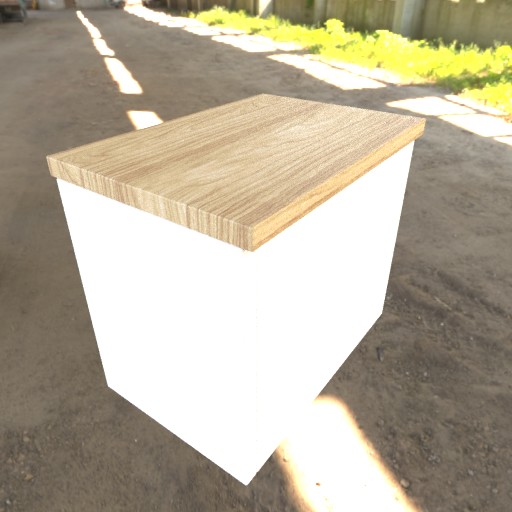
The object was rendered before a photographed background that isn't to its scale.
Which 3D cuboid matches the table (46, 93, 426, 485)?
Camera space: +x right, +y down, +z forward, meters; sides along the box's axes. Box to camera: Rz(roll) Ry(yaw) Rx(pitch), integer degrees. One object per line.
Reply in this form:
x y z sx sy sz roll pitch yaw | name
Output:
0.000 0.000 0.797 0.360 0.440 0.500 21 37 30 | table
